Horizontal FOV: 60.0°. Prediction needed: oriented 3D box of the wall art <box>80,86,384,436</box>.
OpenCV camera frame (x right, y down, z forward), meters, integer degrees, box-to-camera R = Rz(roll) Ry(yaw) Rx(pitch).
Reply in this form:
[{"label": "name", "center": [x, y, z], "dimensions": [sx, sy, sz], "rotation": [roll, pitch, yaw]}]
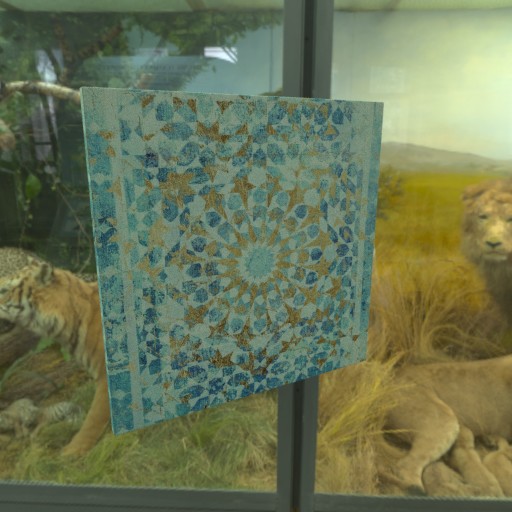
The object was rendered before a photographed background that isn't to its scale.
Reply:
[{"label": "wall art", "center": [0.000, 0.000, 1.345], "dimensions": [0.916, 0.916, 0.040], "rotation": [-8, 17, -27]}]
